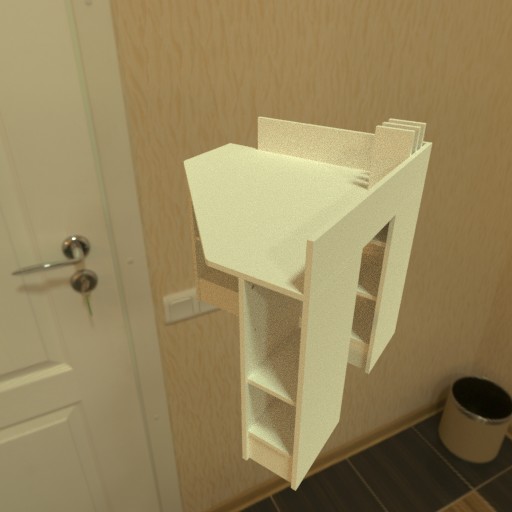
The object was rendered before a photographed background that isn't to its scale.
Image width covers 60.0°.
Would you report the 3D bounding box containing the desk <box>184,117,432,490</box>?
[{"bbox_3d":[0.000,0.000,1.734,0.940,0.986,0.940,19,35,29],"label":"desk"}]
